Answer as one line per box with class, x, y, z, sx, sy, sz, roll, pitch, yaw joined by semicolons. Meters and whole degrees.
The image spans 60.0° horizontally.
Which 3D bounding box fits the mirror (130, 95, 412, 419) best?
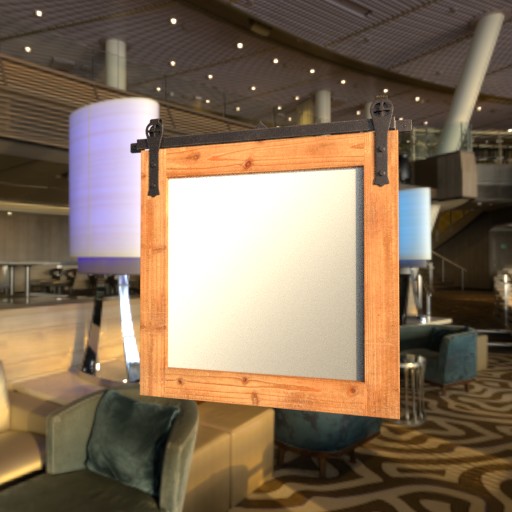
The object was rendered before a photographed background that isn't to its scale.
mirror;0.000;0.000;1.204;0.805;0.800;0.054;0;-1;16
